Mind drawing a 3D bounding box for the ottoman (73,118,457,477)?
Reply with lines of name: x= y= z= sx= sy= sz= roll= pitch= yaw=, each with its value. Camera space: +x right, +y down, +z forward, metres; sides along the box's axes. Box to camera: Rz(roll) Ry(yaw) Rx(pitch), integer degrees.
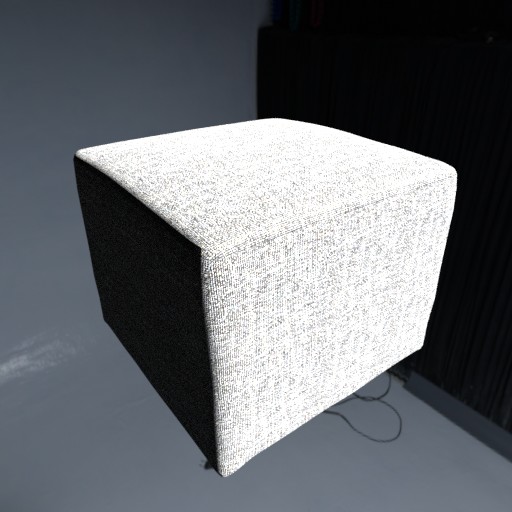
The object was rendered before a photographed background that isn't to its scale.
ottoman: x=0.000 y=0.000 z=0.886 sx=0.521 sy=0.453 sz=0.512 roll=-20 pitch=34 yaw=-32
